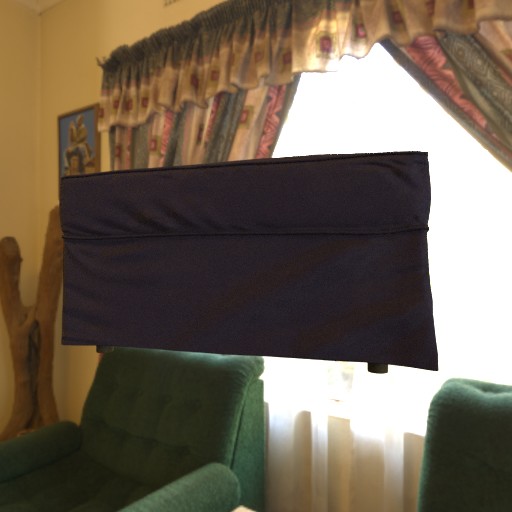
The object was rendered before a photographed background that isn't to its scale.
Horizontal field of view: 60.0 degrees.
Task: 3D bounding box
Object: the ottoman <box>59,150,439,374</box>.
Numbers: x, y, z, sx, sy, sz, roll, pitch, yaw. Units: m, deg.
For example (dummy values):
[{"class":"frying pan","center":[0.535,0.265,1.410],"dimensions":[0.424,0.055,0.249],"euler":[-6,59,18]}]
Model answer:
[{"class":"ottoman","center":[0.000,0.000,1.291],"dimensions":[0.938,0.503,0.637],"euler":[0,-1,18]}]
